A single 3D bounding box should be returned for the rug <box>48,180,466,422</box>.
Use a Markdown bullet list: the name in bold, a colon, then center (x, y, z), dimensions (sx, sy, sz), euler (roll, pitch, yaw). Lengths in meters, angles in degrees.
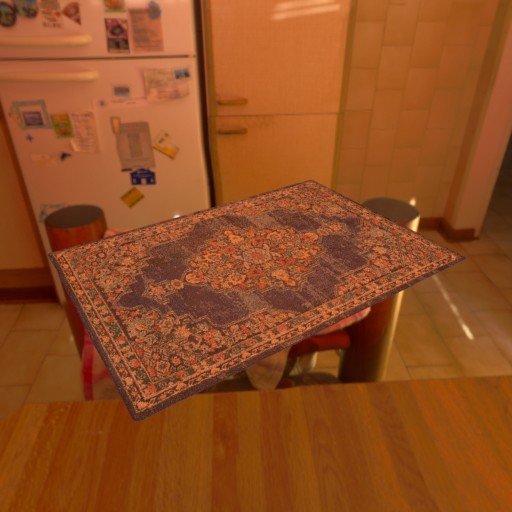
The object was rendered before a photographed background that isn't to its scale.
- **rug**: center (0.000, 0.000, 3.772), dimensions (2.940, 0.011, 2.053), euler (-20, 37, -28)
